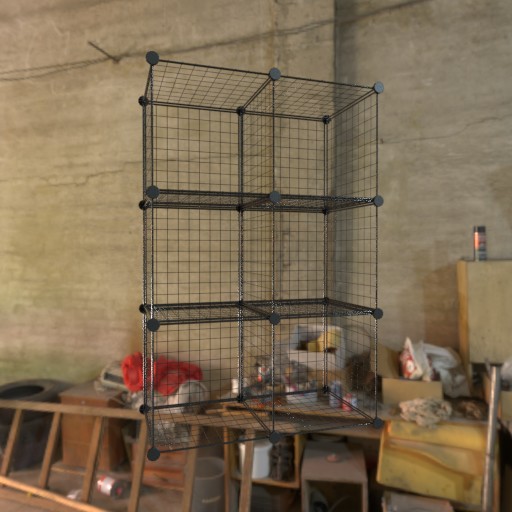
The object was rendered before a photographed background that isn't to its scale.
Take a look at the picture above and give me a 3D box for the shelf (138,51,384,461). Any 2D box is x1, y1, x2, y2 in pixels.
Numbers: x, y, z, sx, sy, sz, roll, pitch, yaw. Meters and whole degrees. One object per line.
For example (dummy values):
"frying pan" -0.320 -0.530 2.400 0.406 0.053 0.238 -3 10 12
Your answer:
"shelf" 0.000 0.000 1.426 0.711 1.067 0.356 0 1 -18
